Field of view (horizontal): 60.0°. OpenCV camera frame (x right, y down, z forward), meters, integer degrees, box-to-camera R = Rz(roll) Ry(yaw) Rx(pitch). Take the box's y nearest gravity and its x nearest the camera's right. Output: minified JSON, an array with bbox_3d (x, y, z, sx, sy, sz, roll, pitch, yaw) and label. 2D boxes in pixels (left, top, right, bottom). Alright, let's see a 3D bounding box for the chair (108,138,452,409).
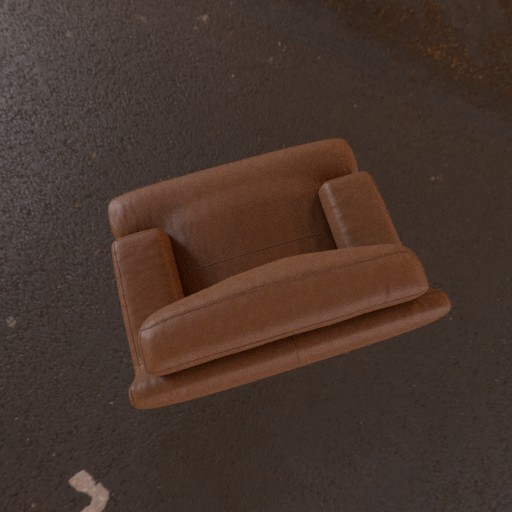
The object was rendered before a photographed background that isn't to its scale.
[{"bbox_3d":[0.000,0.000,2.030,1.276,0.978,1.050,-16,74,-5],"label":"chair"}]
